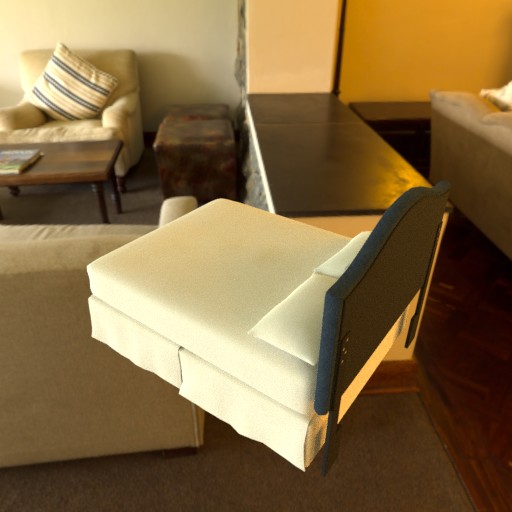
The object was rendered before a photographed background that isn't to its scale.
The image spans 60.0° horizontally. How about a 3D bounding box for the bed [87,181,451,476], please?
[{"bbox_3d":[0.000,0.000,3.291,2.153,1.518,1.713,21,37,31],"label":"bed"}]
